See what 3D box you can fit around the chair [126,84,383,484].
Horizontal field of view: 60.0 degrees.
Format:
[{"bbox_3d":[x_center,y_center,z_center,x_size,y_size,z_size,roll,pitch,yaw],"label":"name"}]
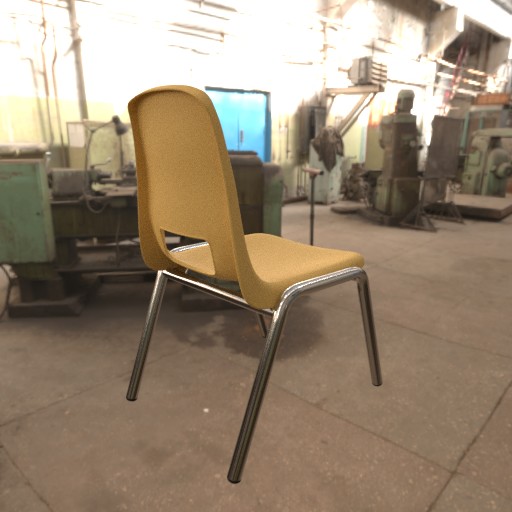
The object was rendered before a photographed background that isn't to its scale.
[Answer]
[{"bbox_3d":[0.000,0.000,0.849,0.423,0.586,0.354,-15,21,-43],"label":"chair"}]
